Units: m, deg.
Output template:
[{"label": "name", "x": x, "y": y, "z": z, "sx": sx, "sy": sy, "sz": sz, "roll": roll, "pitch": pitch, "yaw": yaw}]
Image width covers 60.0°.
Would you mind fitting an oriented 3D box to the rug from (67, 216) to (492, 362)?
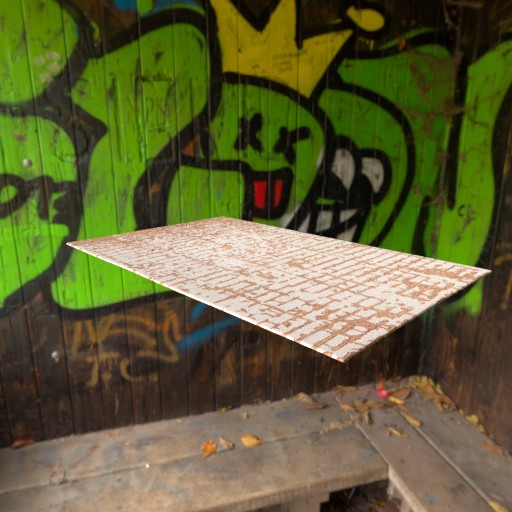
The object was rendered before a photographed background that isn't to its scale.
[{"label": "rug", "x": 0.000, "y": 0.000, "z": 2.938, "sx": 1.517, "sy": 0.011, "sz": 2.435, "roll": -15, "pitch": 22, "yaw": -43}]
